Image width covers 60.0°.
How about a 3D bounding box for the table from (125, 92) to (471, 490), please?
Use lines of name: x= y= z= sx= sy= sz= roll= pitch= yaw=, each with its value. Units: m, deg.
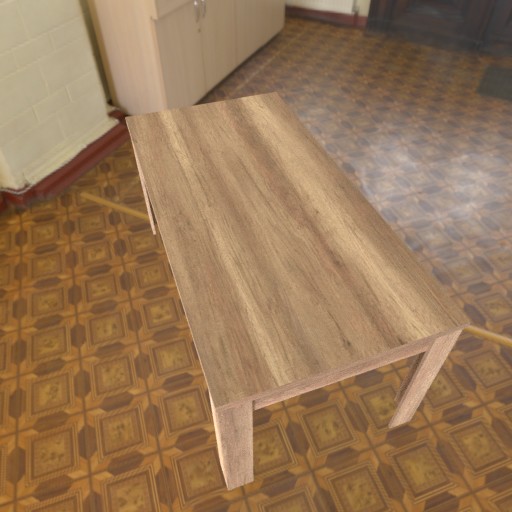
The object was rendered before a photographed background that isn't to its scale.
table: x=0.000 y=0.000 z=2.267 sx=0.900 sy=0.790 sz=1.800 roll=-14 pitch=48 yaw=-14
